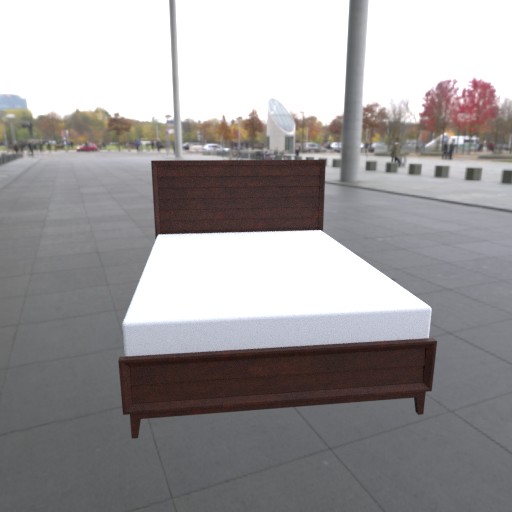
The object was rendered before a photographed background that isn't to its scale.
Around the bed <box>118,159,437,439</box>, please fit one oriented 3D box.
[{"bbox_3d":[0.000,0.000,3.188,1.600,1.270,2.184,-2,14,-7],"label":"bed"}]
